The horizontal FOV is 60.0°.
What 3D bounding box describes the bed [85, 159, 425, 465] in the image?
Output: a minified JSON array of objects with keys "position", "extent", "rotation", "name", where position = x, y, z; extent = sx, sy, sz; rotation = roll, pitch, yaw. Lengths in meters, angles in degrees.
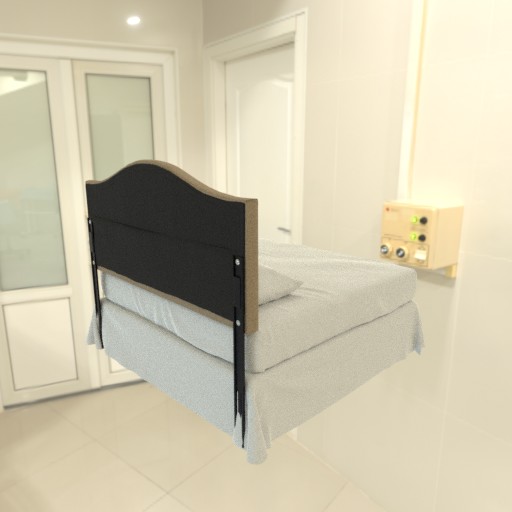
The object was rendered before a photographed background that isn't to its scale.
[{"position":[0.000,0.000,3.803],"extent":[2.222,1.651,2.311],"rotation":[-13,19,-42],"name":"bed"}]
